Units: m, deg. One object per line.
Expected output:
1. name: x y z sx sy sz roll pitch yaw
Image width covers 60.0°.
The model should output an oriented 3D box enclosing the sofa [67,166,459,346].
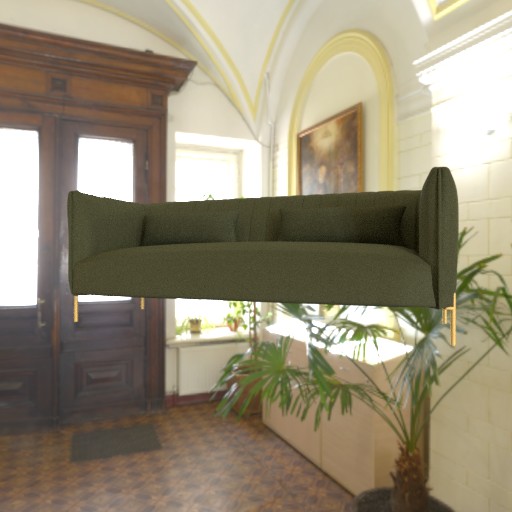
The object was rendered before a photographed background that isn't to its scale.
1. sofa: 0.000 0.000 2.619 2.137 0.793 0.896 0 0 20
